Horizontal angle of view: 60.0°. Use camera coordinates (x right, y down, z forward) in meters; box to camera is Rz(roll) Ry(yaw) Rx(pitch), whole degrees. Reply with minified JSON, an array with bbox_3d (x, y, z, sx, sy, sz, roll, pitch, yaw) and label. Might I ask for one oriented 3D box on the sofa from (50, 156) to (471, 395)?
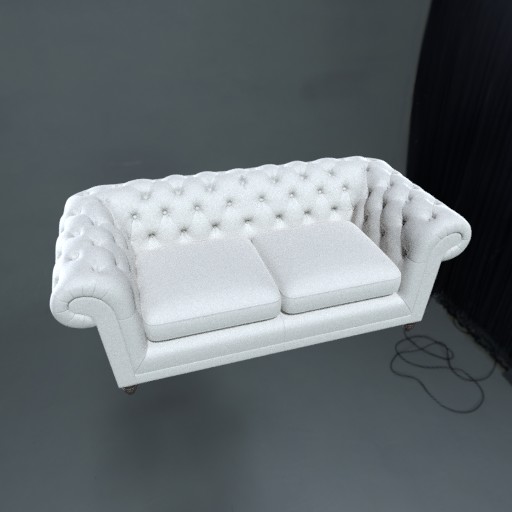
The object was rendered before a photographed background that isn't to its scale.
[{"bbox_3d":[0.000,0.000,2.501,1.998,0.764,0.986,-9,34,-14],"label":"sofa"}]
